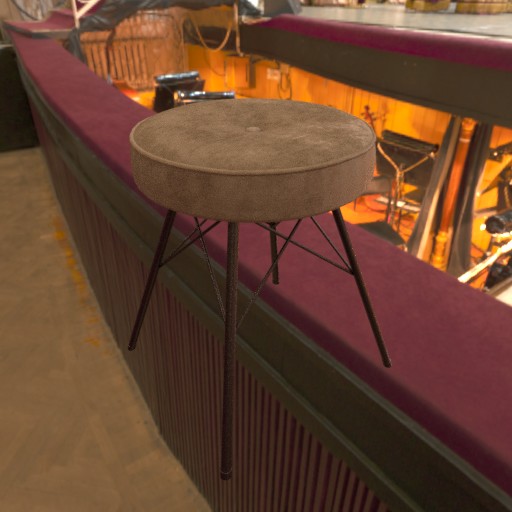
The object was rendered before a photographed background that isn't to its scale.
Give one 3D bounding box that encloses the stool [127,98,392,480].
[{"bbox_3d":[0.000,0.000,0.880,0.457,0.538,0.423,-22,38,-31],"label":"stool"}]
